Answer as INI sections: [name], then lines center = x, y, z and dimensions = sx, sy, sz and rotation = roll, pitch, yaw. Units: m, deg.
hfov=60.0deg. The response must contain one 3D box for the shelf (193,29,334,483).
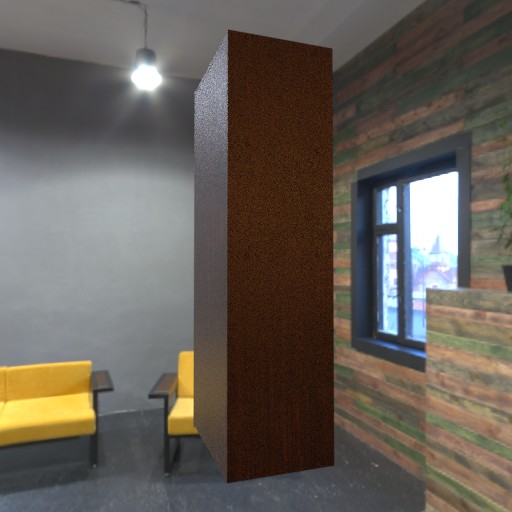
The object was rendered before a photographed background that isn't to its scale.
[shelf]
center = 0.000, 0.000, 1.313
dimensions = 0.290, 1.099, 0.415
rotation = 1, -2, -19
